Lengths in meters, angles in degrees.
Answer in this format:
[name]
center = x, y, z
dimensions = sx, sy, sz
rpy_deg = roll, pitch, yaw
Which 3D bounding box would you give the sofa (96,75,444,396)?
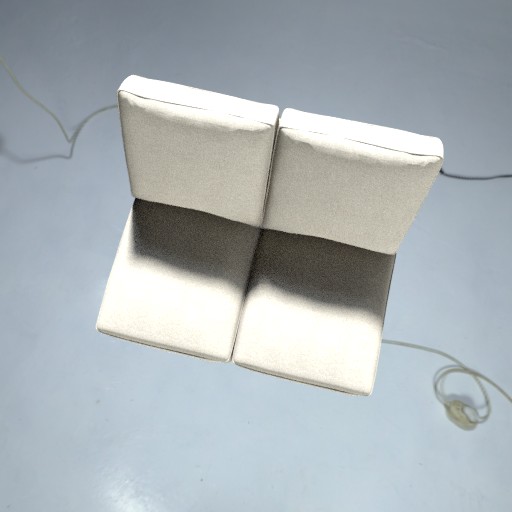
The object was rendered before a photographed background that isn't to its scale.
[sofa]
center = 0.000, 0.000, 1.960
dimensions = 1.232, 1.006, 0.978
rpy_deg = 13, 76, 3
